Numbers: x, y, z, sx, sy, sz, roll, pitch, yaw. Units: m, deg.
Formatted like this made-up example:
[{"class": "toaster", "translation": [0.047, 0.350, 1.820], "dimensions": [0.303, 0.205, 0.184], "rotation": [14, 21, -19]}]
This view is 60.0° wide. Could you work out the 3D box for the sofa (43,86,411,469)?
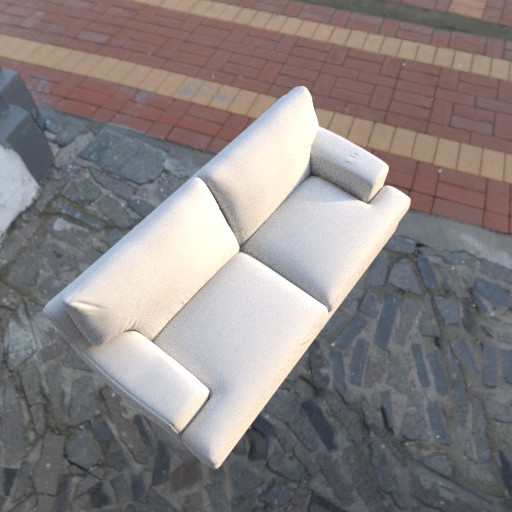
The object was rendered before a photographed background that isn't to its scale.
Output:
[{"class": "sofa", "translation": [0.000, 0.000, 2.805], "dimensions": [1.143, 0.940, 2.261], "rotation": [33, 64, 19]}]
